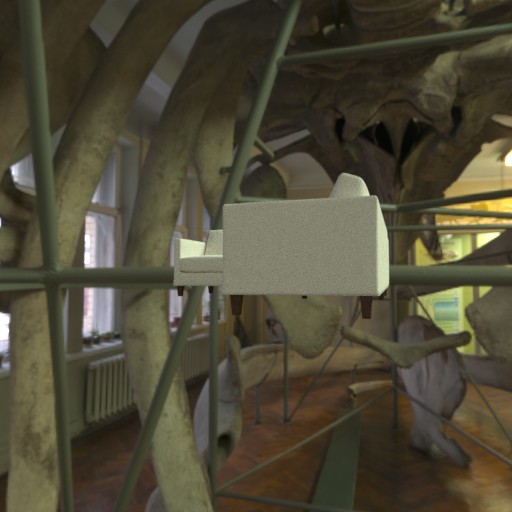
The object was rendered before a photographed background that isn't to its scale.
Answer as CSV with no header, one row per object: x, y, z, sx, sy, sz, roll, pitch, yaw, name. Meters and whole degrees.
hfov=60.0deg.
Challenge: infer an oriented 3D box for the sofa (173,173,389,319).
0.000,0.000,4.300,2.432,0.863,3.182,-1,-3,18,sofa
